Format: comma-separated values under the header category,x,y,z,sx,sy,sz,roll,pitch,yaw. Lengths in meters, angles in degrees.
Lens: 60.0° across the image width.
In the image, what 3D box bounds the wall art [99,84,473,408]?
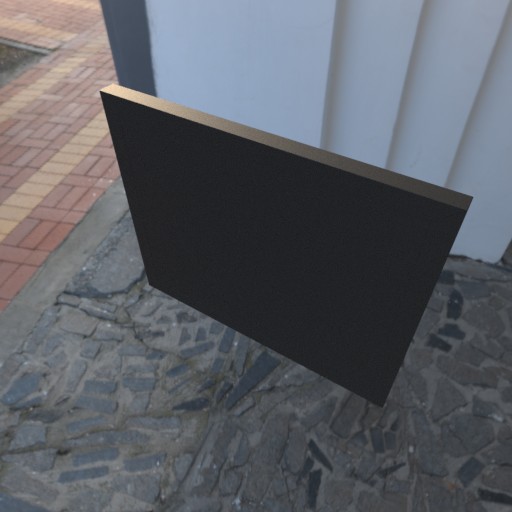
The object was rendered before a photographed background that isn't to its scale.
category,x,y,z,sx,sy,sz,roll,pitch,yaw
wall art,0.000,0.000,0.754,0.558,0.457,0.029,24,50,22
